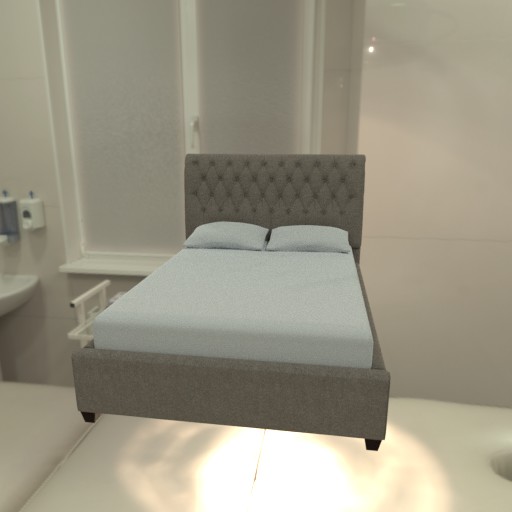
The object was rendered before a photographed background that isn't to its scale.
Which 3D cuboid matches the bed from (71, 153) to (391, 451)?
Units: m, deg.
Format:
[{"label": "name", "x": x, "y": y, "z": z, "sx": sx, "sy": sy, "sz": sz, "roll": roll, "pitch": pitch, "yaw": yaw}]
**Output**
[{"label": "bed", "x": 0.000, "y": 0.000, "z": 3.210, "sx": 1.645, "sy": 1.371, "sz": 2.252, "roll": 2, "pitch": 15, "yaw": 8}]
